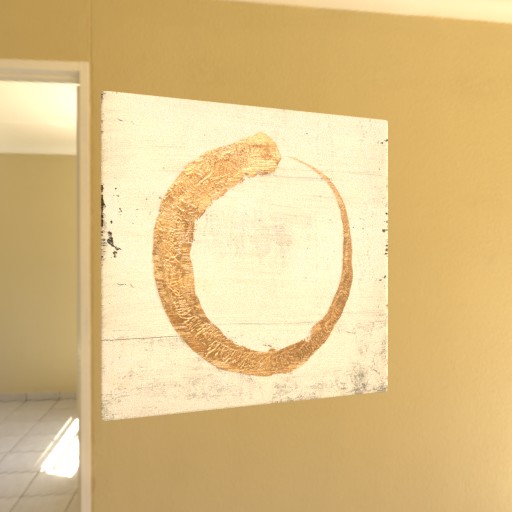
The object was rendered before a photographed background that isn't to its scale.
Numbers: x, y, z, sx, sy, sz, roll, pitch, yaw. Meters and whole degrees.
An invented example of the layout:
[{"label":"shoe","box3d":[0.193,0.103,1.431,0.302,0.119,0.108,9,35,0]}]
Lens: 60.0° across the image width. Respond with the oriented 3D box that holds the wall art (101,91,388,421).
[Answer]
[{"label":"wall art","box3d":[0.000,0.000,0.926,0.610,0.611,0.040,0,0,-17]}]
